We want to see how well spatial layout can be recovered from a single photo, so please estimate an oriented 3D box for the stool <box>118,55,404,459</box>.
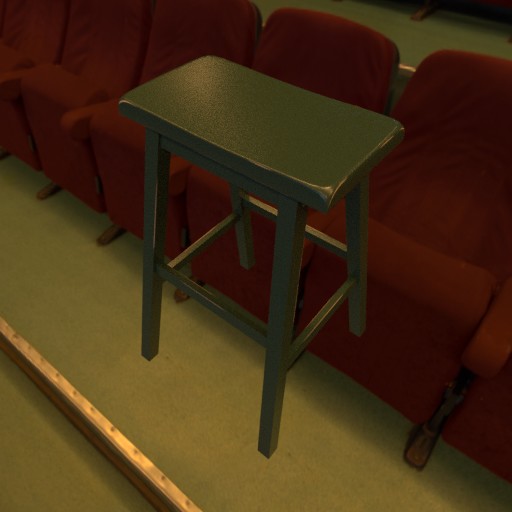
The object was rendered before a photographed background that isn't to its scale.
[{"bbox_3d":[0.000,0.000,1.026,0.457,0.737,0.476,30,54,25],"label":"stool"}]
